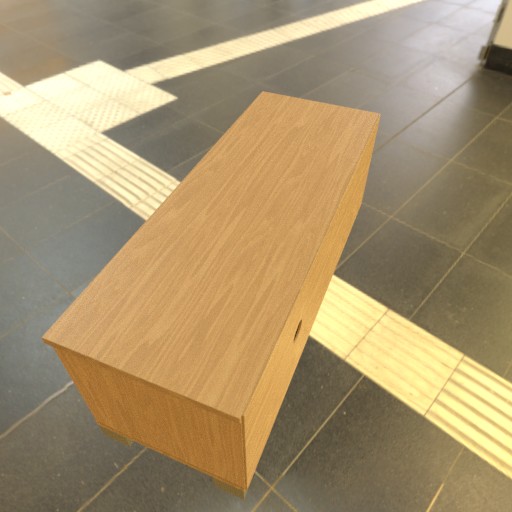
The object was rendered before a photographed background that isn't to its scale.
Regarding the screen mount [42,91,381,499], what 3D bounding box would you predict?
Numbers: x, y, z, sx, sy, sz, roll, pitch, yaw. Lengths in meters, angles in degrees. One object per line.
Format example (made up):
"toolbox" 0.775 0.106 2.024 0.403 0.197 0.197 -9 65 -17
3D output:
"screen mount" 0.000 0.000 1.265 0.406 0.432 1.084 17 48 16
